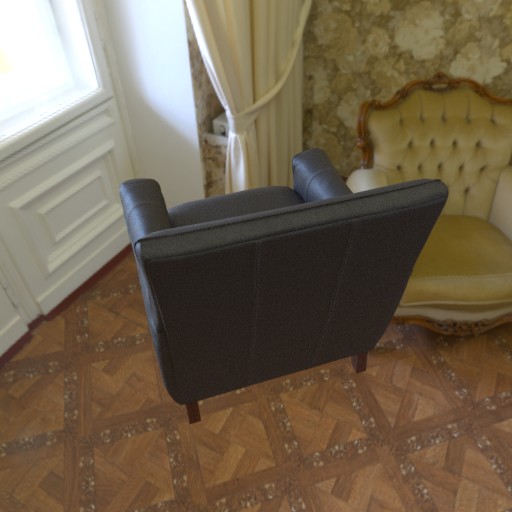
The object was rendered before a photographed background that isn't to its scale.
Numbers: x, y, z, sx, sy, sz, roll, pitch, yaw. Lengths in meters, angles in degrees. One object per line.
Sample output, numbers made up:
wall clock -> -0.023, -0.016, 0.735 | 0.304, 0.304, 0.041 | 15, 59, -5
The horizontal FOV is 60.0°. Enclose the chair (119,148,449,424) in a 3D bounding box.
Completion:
chair -> 0.000, 0.000, 1.646 | 0.870, 0.943, 0.825 | -13, 44, -13
